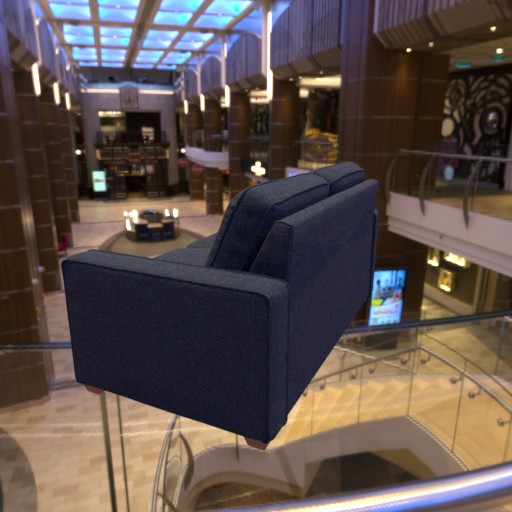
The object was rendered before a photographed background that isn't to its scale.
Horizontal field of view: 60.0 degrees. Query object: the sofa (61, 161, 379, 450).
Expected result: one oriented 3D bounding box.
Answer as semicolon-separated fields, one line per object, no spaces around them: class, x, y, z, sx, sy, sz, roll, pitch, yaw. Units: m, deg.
sofa;0.000;0.000;2.325;0.947;0.918;1.709;8;18;25
